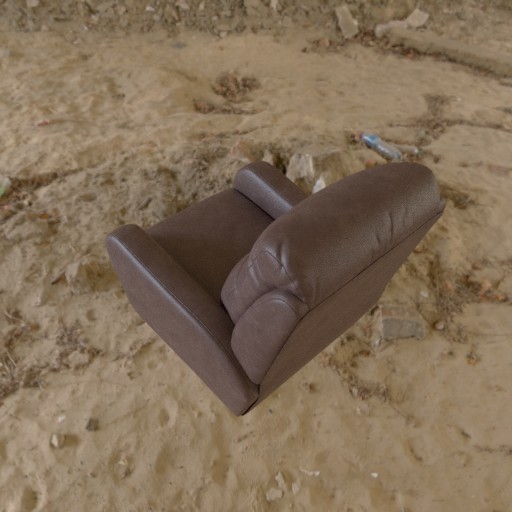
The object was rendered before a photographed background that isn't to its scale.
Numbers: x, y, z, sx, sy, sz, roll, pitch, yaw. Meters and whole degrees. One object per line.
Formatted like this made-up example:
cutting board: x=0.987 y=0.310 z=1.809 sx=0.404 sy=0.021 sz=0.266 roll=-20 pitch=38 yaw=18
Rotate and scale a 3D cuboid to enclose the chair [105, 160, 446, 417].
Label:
chair: x=0.000 y=0.000 z=1.785 sx=0.865 sy=1.067 sz=1.067 roll=-32 pitch=53 yaw=-28
